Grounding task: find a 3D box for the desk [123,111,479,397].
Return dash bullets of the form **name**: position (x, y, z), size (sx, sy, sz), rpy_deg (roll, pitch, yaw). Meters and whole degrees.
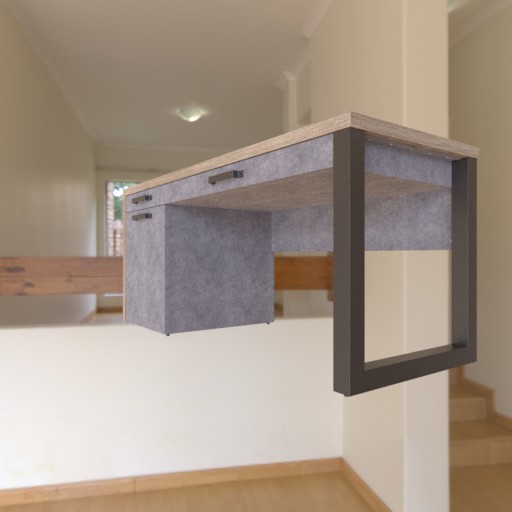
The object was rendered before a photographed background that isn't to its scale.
- **desk**: position (0.000, 0.000, 2.034), size (0.690, 0.760, 1.700), rpy_deg (0, 0, -36)
